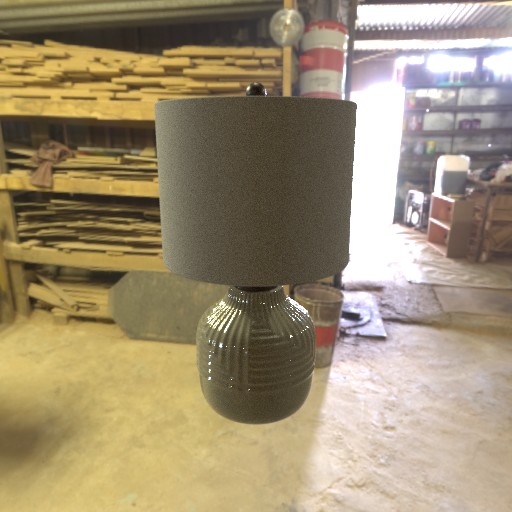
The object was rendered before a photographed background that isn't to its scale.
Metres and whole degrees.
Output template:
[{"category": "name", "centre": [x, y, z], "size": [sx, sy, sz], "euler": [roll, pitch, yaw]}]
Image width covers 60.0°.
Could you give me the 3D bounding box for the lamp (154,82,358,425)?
[{"category": "lamp", "centre": [0.000, 0.000, 0.772], "size": [0.318, 0.567, 0.318], "euler": [0, 15, 0]}]
